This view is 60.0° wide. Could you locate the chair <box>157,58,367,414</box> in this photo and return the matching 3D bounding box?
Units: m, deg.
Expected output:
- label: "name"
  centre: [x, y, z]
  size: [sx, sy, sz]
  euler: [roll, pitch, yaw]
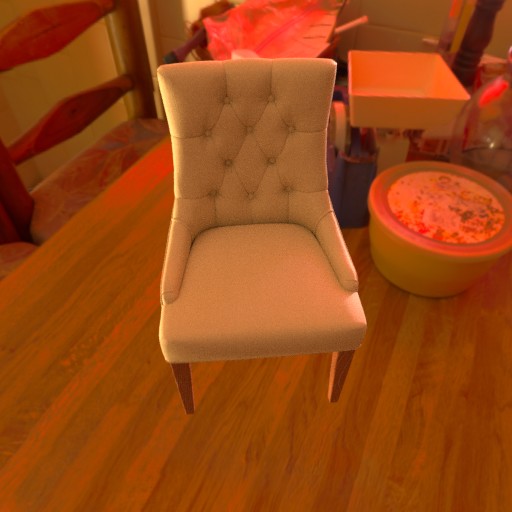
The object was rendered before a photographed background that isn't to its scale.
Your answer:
- label: "chair"
  centre: [0.000, 0.000, 1.227]
  size: [0.509, 0.874, 0.565]
  euler: [-4, 47, -3]
